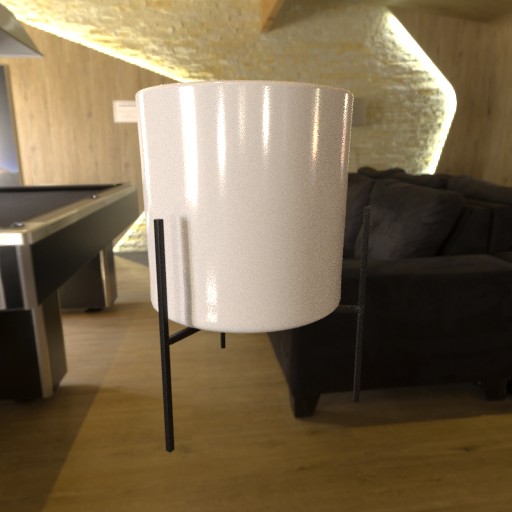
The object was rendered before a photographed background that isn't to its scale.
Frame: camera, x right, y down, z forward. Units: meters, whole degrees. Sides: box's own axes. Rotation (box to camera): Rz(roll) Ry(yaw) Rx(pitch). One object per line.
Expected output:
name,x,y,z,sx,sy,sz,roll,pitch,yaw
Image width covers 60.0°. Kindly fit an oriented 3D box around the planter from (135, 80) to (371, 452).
planter,0.000,0.000,0.629,0.308,0.431,0.307,2,13,9
